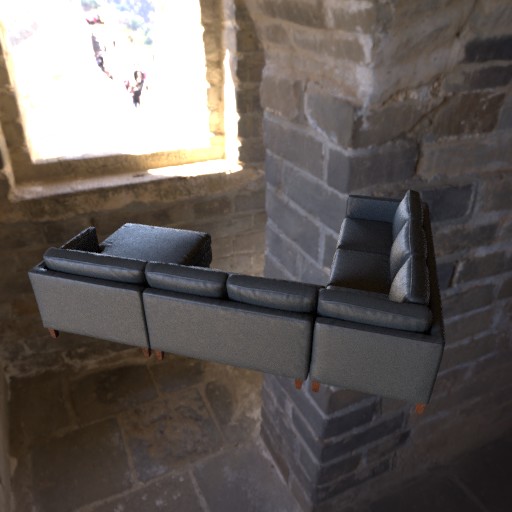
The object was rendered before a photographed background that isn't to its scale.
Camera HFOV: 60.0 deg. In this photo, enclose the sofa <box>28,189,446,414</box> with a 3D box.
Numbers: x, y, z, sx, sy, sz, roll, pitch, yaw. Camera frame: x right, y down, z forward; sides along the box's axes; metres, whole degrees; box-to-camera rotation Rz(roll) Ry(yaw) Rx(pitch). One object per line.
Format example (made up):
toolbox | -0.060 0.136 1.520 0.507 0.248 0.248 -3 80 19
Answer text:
sofa | 0.000 0.000 4.630 3.460 0.923 2.593 8 31 14
